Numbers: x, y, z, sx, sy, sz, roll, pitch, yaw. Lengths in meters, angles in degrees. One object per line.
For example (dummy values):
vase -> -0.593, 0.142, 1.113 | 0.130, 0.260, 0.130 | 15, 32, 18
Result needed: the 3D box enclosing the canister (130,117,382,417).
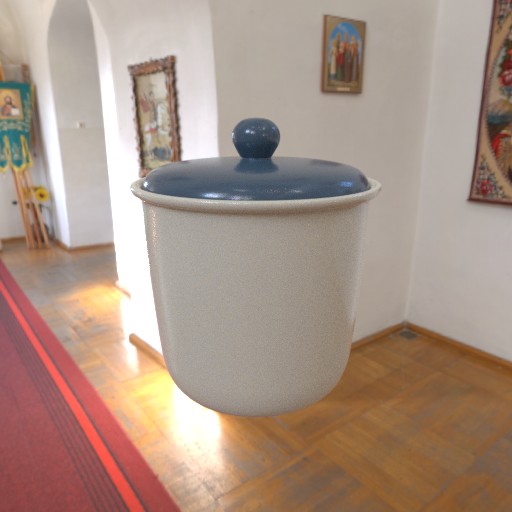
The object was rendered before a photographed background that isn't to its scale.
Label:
canister -> 0.000, 0.000, 0.348 | 0.182, 0.208, 0.182 | 0, 17, 0
